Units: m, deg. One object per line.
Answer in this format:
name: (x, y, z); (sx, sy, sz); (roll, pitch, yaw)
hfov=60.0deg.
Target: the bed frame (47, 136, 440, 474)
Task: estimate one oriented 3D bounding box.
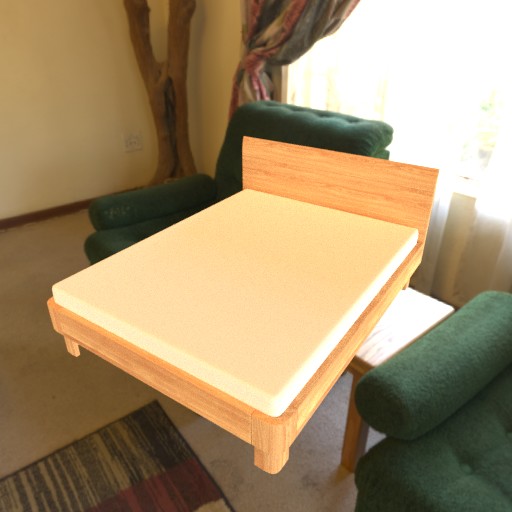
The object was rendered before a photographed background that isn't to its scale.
bed frame: (0.000, 0.000, 2.940); (1.660, 0.940, 2.092); (18, 33, 29)
